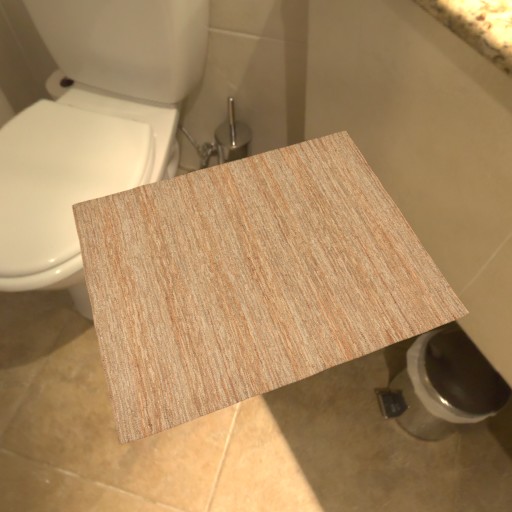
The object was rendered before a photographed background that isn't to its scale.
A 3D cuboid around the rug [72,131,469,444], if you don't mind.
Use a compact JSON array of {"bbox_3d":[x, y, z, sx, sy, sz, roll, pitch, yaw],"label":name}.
[{"bbox_3d":[0.000,0.000,3.964,2.939,0.009,2.313,-18,61,-10],"label":"rug"}]
